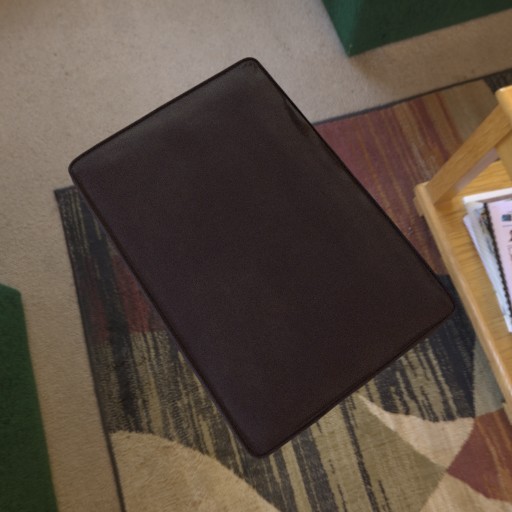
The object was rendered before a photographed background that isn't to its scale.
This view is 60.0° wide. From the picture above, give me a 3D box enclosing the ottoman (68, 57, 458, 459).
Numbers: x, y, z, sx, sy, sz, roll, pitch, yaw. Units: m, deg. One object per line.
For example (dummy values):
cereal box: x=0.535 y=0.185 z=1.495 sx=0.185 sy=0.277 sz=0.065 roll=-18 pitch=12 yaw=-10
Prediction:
ottoman: x=0.000 y=0.000 z=1.322 sx=0.637 sy=0.503 sz=0.938 roll=-34 pitch=77 yaw=-9
